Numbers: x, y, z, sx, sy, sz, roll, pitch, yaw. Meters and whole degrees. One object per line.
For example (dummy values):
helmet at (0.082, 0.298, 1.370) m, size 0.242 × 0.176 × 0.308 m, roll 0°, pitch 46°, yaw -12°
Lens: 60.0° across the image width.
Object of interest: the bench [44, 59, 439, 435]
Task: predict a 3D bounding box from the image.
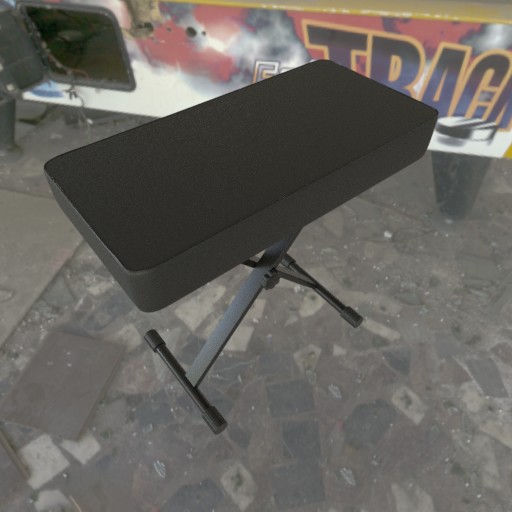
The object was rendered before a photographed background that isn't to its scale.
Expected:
bench at (0.000, 0.000, 0.914) m, size 0.600 × 0.561 × 0.300 m, roll -30°, pitch 54°, yaw -25°
